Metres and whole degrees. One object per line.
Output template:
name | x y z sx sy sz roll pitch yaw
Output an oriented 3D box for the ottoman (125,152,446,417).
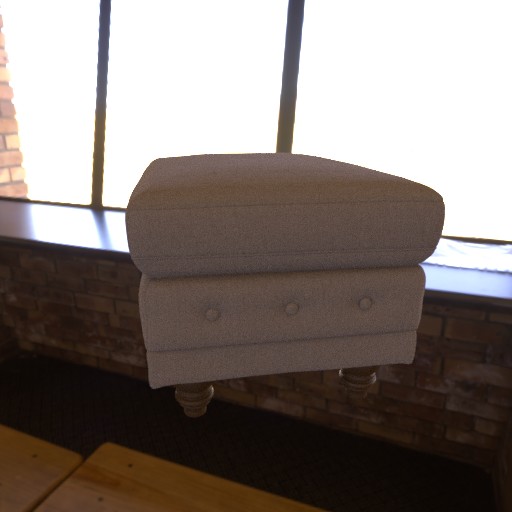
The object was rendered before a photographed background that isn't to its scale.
ottoman | 0.000 0.000 1.149 0.569 0.500 0.771 -3 17 -9
